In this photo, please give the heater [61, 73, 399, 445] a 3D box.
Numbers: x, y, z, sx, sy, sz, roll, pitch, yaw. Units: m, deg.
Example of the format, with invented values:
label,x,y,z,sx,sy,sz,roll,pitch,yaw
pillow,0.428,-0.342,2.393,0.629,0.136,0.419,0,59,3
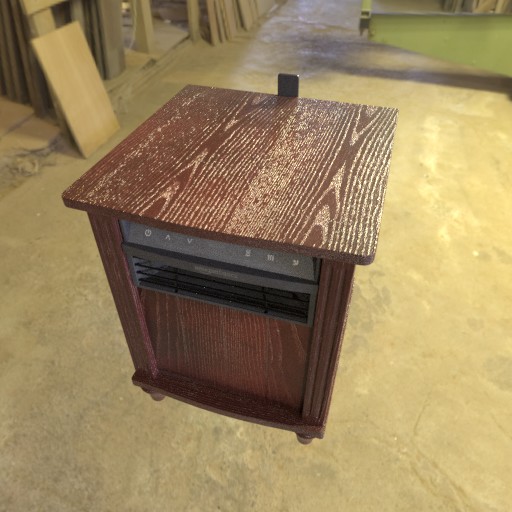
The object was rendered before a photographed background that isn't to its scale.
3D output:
label,x,y,z,sx,sy,sz,roll,pitch,yaw
heater,0.000,0.000,0.745,0.362,0.481,0.400,11,42,13
